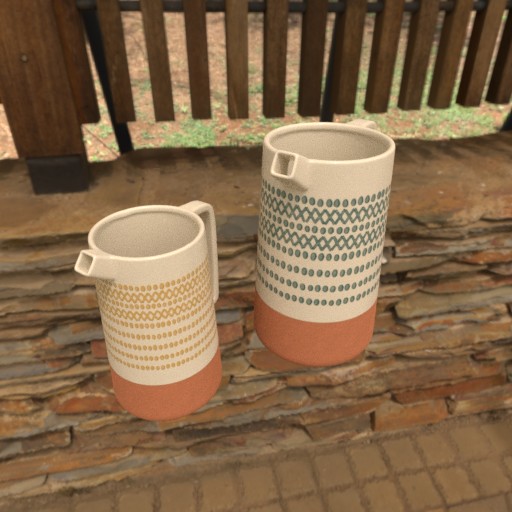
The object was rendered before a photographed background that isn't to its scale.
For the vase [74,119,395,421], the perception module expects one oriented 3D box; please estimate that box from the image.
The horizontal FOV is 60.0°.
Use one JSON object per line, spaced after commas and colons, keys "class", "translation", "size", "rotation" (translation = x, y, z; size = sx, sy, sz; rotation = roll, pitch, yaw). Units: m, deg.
{"class": "vase", "translation": [0.000, 0.000, 0.459], "size": [0.326, 0.247, 0.168], "rotation": [-9, 33, -14]}
